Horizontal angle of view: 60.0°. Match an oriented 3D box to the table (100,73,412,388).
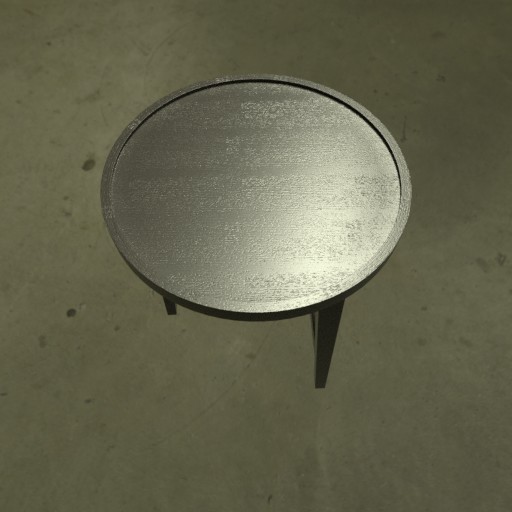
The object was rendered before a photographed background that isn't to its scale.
[{"bbox_3d":[0.000,0.000,0.949,0.500,0.531,0.500,0,59,0],"label":"table"}]
